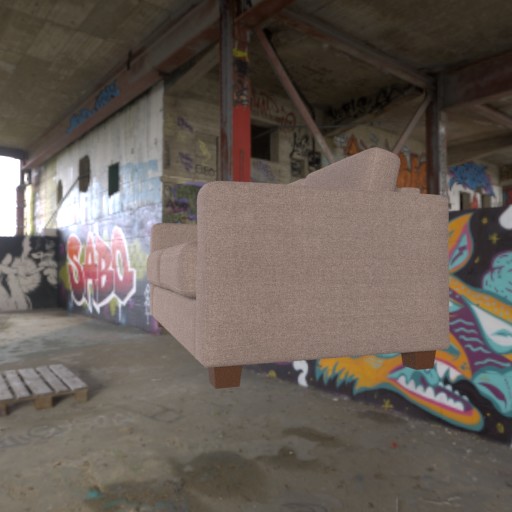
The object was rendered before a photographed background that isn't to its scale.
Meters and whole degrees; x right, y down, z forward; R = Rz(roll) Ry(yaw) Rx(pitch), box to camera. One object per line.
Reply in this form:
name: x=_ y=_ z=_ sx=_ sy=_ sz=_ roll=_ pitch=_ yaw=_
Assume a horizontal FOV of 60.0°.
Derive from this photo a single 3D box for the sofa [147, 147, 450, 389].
sofa: x=0.000 y=0.000 z=2.075 sx=0.900 sy=0.800 sz=1.520 roll=0 pitch=-1 yaw=-19
